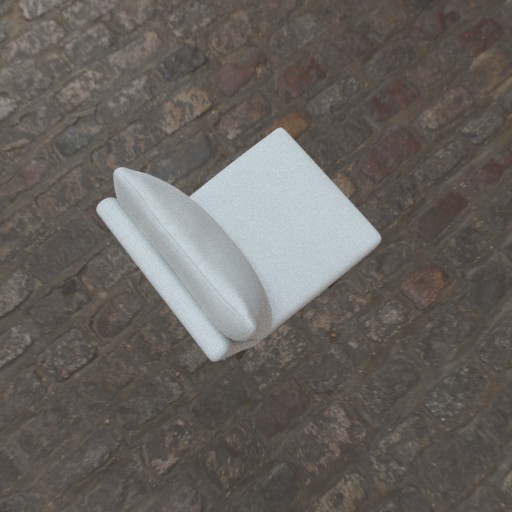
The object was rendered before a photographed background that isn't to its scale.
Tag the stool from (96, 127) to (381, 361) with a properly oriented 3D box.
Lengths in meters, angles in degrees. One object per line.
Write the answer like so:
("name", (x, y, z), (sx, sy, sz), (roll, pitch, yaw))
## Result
("stool", (0.000, 0.000, 1.443), (0.572, 1.125, 0.463), (-38, 79, -9))
